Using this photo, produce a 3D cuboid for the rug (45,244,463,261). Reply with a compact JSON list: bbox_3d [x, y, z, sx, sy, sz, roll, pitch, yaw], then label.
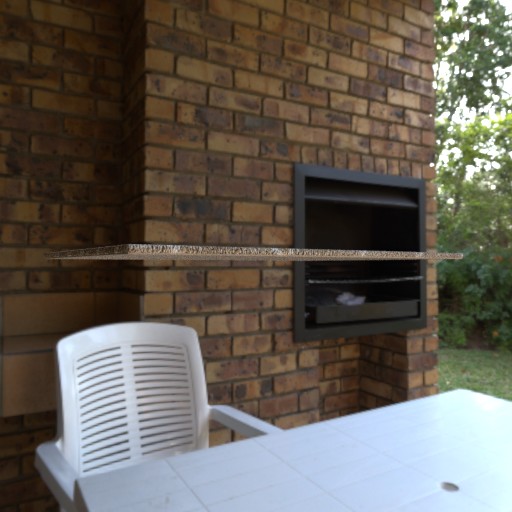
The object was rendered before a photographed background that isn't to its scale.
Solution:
[{"bbox_3d":[0.000,0.000,2.274,1.778,0.030,1.219,1,-1,-36],"label":"rug"}]
